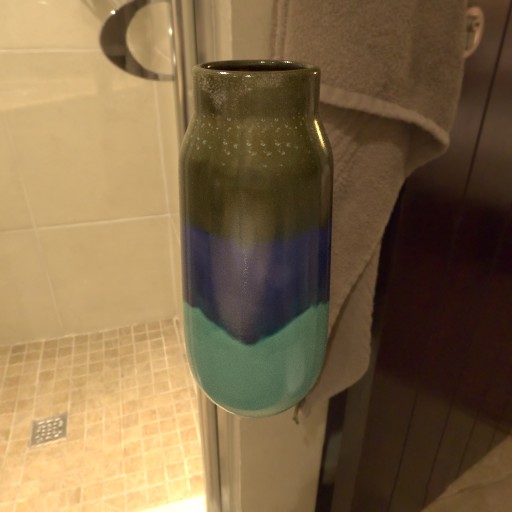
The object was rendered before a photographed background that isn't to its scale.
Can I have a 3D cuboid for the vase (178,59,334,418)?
[{"bbox_3d":[0.000,0.000,0.393,0.139,0.313,0.139,0,29,0],"label":"vase"}]
